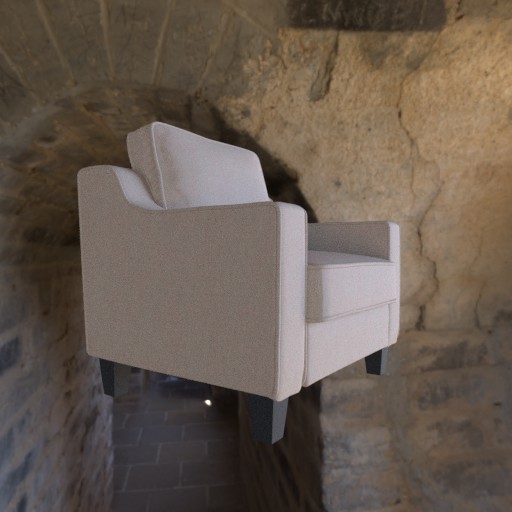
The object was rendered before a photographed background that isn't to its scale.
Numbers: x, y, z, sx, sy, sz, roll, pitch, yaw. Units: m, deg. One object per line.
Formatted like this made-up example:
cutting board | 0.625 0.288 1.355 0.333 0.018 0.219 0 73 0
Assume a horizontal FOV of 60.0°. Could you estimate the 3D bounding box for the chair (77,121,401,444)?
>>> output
chair | 0.000 0.000 1.659 0.882 0.948 0.922 0 0 36
